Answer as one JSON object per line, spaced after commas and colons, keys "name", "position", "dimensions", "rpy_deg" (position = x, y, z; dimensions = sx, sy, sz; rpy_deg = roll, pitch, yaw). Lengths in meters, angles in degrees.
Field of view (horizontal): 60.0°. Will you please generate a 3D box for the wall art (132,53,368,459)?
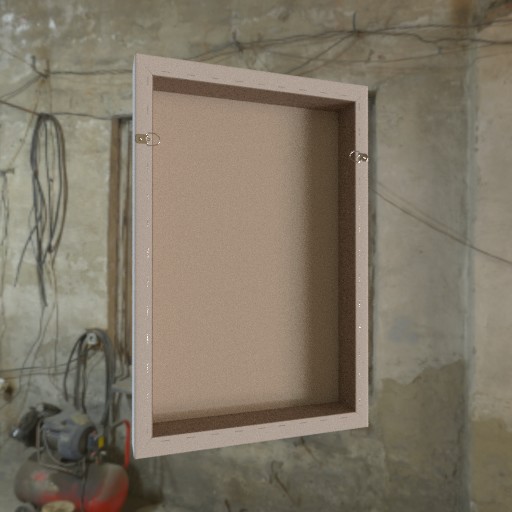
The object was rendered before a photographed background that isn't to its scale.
{"name": "wall art", "position": [0.000, 0.000, 0.473], "dimensions": [0.252, 0.381, 0.039], "rpy_deg": [0, 0, -19]}
